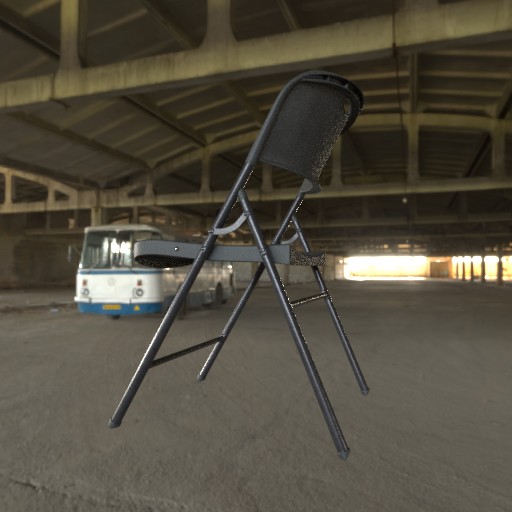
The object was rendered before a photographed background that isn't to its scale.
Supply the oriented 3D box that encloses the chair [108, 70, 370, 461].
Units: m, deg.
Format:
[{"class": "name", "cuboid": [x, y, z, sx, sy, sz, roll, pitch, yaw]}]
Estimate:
[{"class": "chair", "cuboid": [0.000, 0.000, 1.181, 0.567, 0.810, 0.494, -1, -2, 19]}]
